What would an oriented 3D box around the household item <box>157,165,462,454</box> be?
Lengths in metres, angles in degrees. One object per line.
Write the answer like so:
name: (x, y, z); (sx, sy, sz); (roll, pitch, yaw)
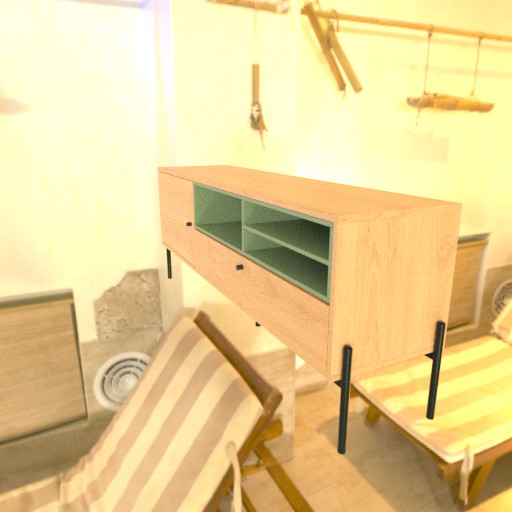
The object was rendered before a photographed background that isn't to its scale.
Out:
household item: (0.000, 0.000, 1.751); (0.400, 0.600, 1.550); (-8, 17, -26)
